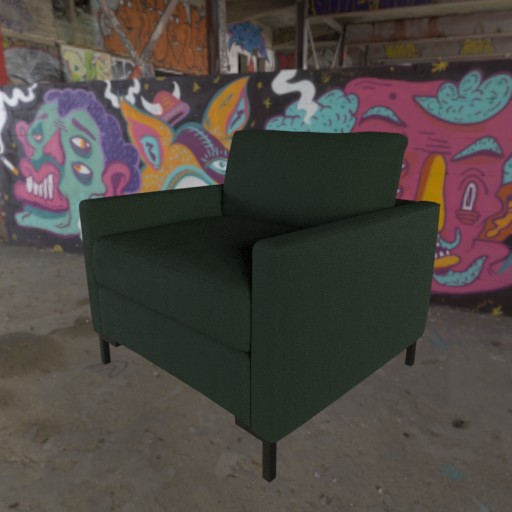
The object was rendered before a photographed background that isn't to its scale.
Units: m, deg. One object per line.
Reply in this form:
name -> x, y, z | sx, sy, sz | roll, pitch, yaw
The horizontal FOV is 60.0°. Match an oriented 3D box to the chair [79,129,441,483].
chair -> 0.000, 0.000, 1.571 | 0.963, 0.861, 0.866 | 15, 22, 42
